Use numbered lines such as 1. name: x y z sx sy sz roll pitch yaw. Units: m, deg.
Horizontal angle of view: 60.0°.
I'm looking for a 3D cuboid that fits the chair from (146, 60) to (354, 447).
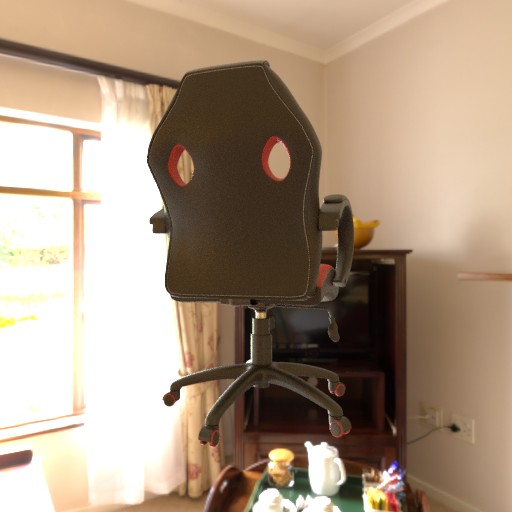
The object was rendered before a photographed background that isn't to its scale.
1. chair: 0.000 0.000 1.714 0.750 1.189 0.783 0 0 17
